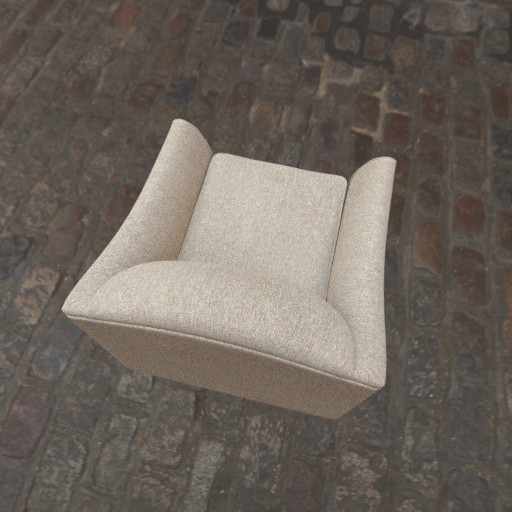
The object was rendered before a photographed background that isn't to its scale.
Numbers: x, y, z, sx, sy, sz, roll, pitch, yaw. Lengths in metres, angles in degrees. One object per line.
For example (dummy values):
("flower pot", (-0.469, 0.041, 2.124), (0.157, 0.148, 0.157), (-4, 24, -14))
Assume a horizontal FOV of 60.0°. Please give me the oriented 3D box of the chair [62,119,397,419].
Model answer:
("chair", (0.000, 0.000, 1.417), (0.763, 0.839, 0.787), (12, 64, 6))
